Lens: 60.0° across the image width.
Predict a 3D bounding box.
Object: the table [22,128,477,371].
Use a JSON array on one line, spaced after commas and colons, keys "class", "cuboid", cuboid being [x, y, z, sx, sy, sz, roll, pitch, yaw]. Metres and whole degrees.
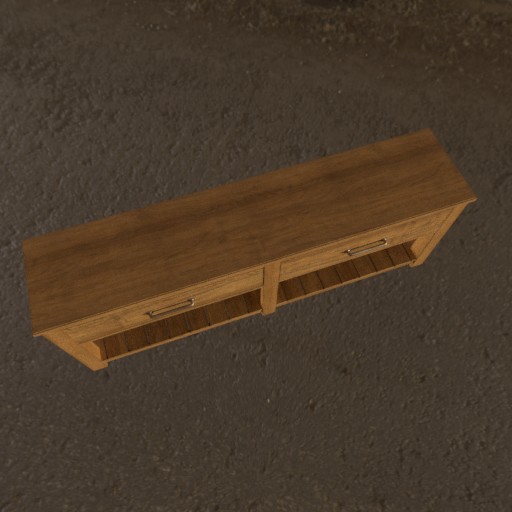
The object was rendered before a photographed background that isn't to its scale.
[{"class": "table", "cuboid": [0.000, 0.000, 2.075, 1.815, 0.635, 0.425, -17, 64, -8]}]
